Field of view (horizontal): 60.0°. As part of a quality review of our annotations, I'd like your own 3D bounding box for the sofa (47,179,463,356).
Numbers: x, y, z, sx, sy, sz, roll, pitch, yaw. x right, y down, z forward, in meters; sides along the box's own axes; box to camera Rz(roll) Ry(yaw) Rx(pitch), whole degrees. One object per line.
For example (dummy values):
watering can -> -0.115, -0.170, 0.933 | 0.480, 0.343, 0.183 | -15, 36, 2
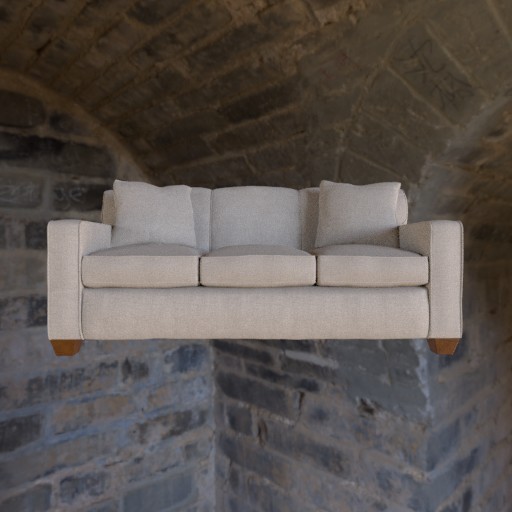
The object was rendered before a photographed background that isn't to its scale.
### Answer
sofa -> 0.000, 0.000, 2.579 | 2.024, 0.958, 0.997 | 0, 1, -1
